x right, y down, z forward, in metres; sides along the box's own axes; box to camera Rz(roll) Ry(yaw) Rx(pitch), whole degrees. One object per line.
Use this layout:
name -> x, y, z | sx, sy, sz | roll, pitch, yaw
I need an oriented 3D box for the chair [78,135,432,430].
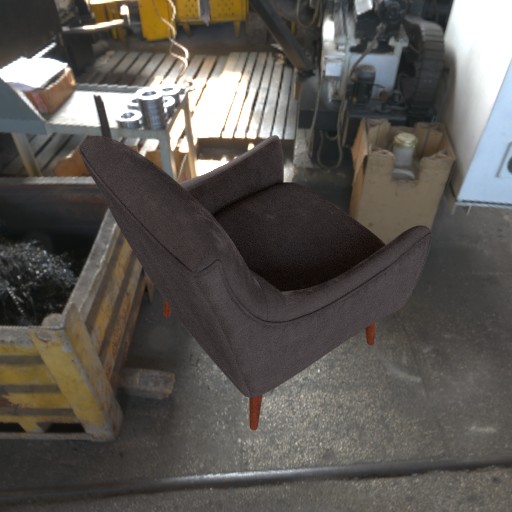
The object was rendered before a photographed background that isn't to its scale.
chair -> 0.000, 0.000, 1.449 | 0.787, 0.838, 0.762 | -27, 49, -26
